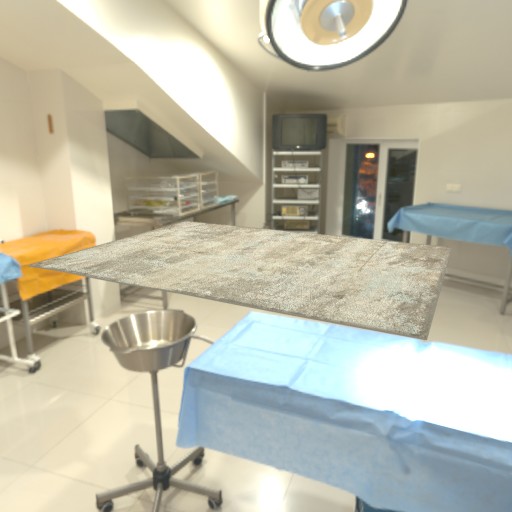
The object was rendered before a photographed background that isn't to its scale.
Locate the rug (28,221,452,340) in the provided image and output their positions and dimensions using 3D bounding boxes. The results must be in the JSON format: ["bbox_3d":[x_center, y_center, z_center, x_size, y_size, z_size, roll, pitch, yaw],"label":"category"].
[{"bbox_3d":[0.000,0.000,4.212,3.307,0.013,2.393,7,17,25],"label":"rug"}]
